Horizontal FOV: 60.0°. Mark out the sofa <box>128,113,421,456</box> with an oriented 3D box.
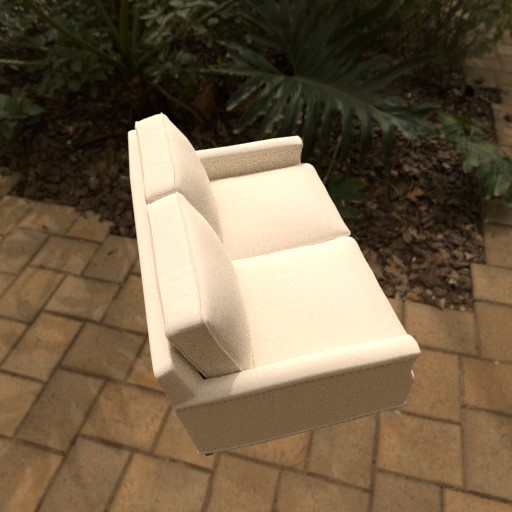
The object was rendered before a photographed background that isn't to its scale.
[{"bbox_3d":[0.000,0.000,2.266,1.084,1.003,1.597,-11,49,-10],"label":"sofa"}]
